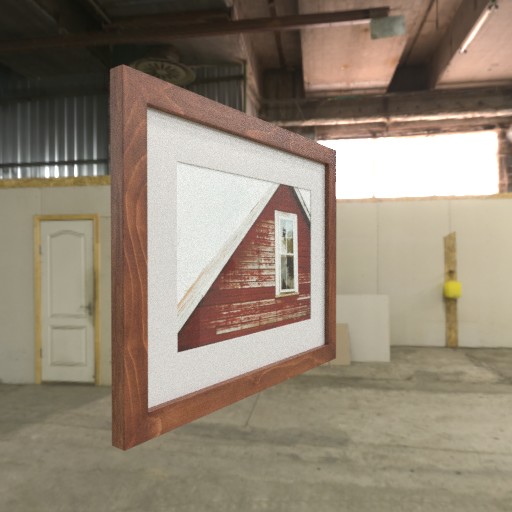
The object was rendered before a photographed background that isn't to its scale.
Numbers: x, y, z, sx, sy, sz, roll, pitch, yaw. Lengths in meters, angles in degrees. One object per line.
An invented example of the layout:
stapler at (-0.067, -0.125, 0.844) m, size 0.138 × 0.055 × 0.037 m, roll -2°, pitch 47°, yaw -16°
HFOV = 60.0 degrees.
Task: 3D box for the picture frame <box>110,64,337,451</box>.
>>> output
picture frame at (0.000, 0.000, 0.756) m, size 0.025 × 0.457 × 0.559 m, roll 1°, pitch 1°, yaw 37°
